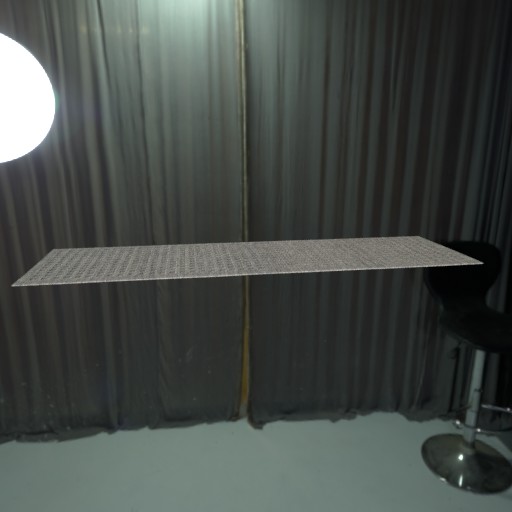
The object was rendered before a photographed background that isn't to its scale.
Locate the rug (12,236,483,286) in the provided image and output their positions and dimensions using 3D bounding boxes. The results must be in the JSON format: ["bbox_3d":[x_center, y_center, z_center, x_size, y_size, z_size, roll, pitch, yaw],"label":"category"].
[{"bbox_3d":[0.000,0.000,2.608,2.443,0.009,0.706,-2,15,-9],"label":"rug"}]
